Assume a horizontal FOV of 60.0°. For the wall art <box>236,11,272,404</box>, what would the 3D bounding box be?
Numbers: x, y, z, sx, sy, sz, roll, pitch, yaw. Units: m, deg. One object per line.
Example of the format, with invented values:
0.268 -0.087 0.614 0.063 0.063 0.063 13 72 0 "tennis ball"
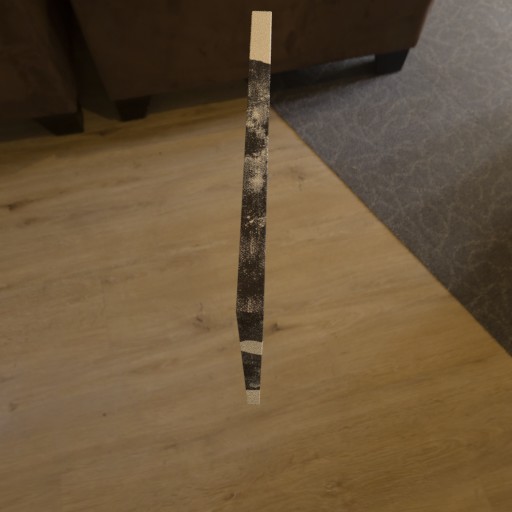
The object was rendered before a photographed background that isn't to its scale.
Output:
0.000 0.000 1.136 0.041 0.915 0.610 2 64 1 "wall art"
